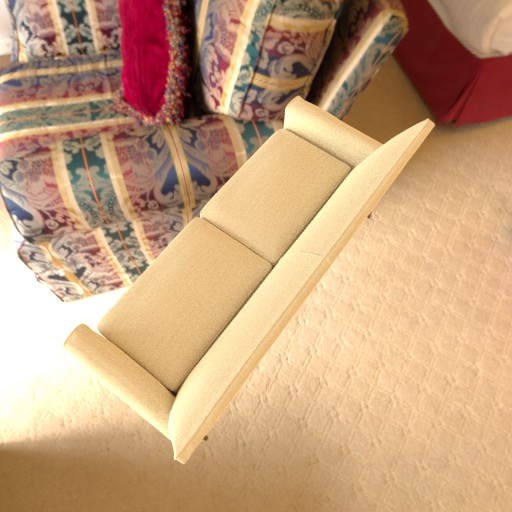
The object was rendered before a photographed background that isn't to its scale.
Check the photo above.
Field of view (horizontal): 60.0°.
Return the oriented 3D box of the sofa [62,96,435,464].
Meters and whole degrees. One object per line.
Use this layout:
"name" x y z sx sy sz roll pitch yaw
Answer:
"sofa" 0.000 0.000 2.440 0.841 0.907 2.001 34 69 15
